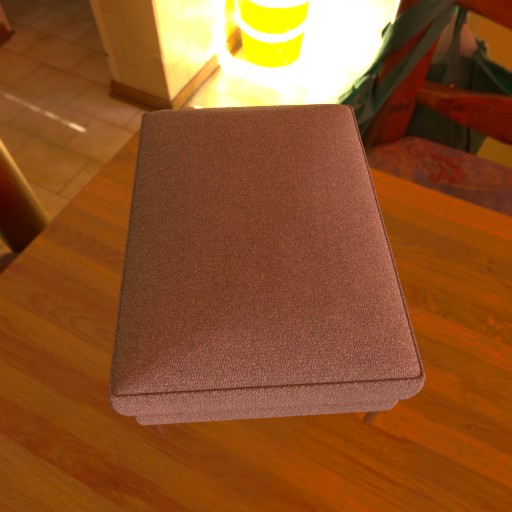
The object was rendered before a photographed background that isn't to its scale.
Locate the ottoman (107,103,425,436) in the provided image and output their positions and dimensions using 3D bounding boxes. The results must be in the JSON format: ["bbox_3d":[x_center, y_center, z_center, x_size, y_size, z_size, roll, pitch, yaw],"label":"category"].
[{"bbox_3d":[0.000,0.000,1.129,0.583,0.464,0.785,-3,57,-2],"label":"ottoman"}]
